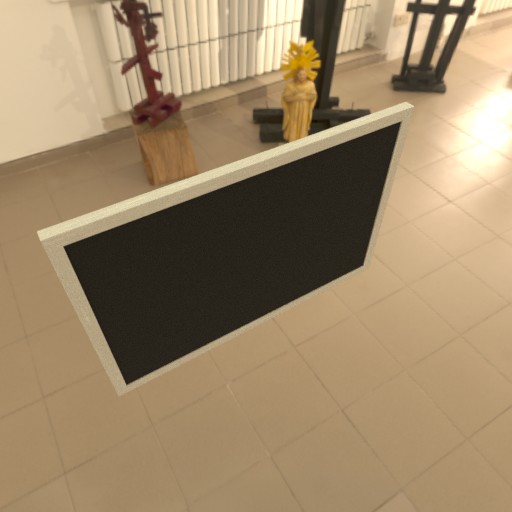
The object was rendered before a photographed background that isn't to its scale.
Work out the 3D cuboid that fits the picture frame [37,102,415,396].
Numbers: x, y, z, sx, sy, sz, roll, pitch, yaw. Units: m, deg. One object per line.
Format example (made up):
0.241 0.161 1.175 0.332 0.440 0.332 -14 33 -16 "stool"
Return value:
0.000 0.000 1.229 0.950 0.640 0.029 -24 52 -21 "picture frame"
